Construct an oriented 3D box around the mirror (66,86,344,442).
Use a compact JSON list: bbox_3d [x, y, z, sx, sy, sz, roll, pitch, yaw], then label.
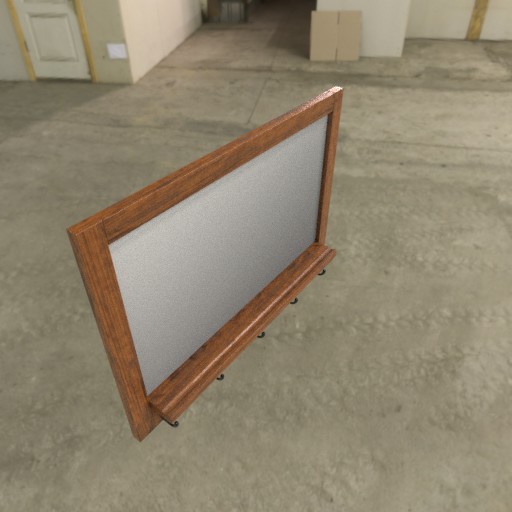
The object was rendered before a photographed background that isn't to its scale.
[{"bbox_3d":[0.000,0.000,0.991,0.084,0.537,0.758,25,45,28],"label":"mirror"}]
